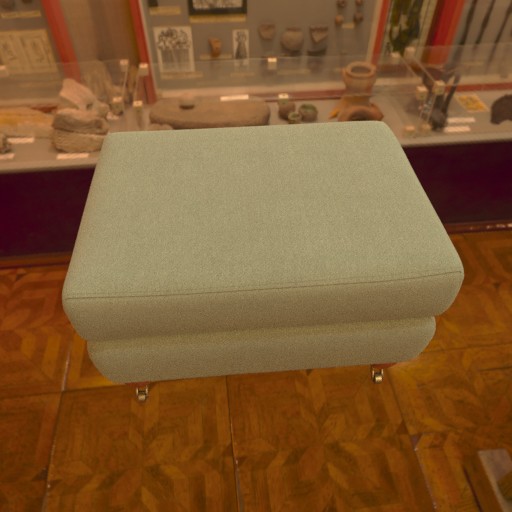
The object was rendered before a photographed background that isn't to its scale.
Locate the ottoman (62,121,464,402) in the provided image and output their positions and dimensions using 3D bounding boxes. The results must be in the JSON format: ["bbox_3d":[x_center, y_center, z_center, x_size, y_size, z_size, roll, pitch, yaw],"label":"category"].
[{"bbox_3d":[0.000,0.000,1.133,0.773,0.499,0.569,-4,48,-3],"label":"ottoman"}]
